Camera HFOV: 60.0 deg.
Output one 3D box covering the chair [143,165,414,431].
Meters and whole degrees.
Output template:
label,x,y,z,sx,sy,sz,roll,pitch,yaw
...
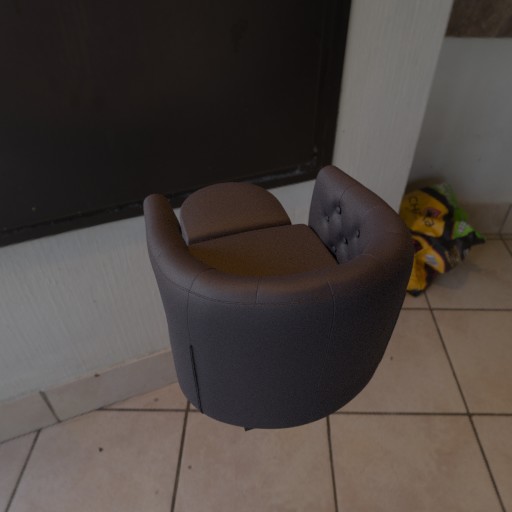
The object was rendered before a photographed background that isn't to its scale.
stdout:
label,x,y,z,sx,sy,sz,roll,pitch,yaw
chair,0.000,0.000,1.664,0.763,0.760,1.191,-12,42,-13
